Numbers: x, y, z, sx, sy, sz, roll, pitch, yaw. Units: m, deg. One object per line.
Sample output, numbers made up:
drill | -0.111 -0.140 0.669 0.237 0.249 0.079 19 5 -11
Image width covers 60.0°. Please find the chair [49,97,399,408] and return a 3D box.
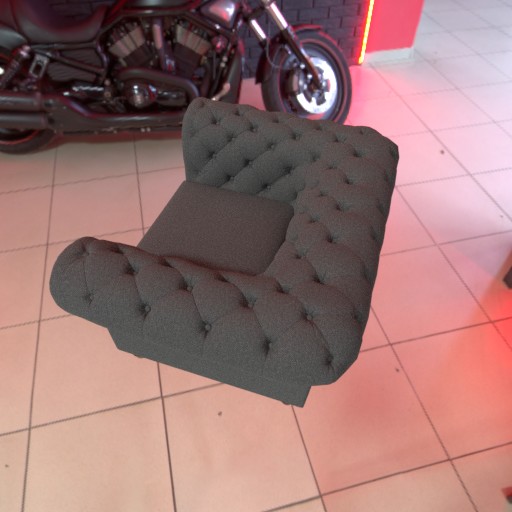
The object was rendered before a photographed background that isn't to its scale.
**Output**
chair | 0.000 0.000 1.892 0.976 0.770 1.270 14 49 12
